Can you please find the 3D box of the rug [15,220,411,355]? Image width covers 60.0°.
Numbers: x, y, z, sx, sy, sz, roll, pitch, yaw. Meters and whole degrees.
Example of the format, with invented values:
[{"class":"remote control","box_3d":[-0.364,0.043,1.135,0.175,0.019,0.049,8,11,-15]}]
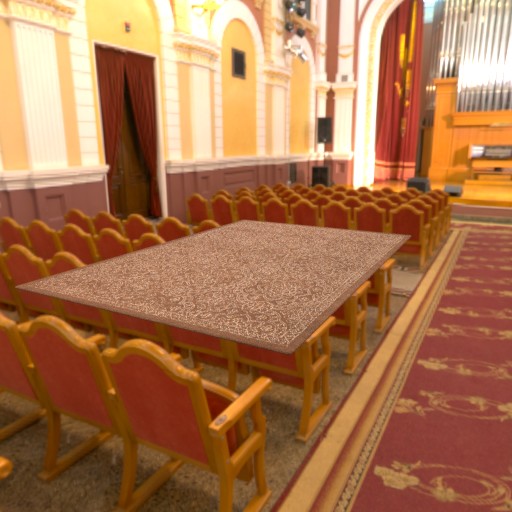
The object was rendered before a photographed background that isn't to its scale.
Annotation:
[{"class":"rug","box_3d":[0.000,0.000,2.845,1.524,0.011,2.286,8,16,28]}]
